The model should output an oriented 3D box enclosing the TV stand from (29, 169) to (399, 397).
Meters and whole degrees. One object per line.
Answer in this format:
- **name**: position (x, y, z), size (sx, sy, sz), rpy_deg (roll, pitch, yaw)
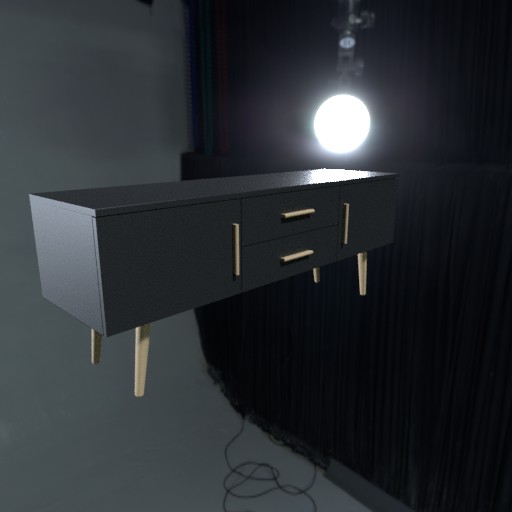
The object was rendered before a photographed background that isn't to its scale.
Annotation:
- **TV stand**: position (0.000, 0.000, 1.556), size (0.390, 0.518, 1.312), rpy_deg (14, 21, 43)
